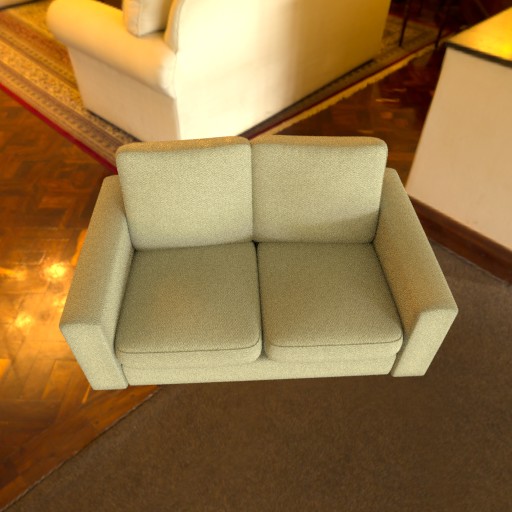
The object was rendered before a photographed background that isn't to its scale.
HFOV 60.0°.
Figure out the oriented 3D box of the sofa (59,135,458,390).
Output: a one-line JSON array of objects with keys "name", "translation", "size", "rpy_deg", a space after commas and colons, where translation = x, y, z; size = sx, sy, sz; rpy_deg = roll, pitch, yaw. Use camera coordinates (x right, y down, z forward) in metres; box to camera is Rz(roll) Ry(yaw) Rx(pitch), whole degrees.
[{"name": "sofa", "translation": [0.000, 0.000, 2.172], "size": [1.616, 0.873, 1.016], "rpy_deg": [-2, 46, -2]}]
